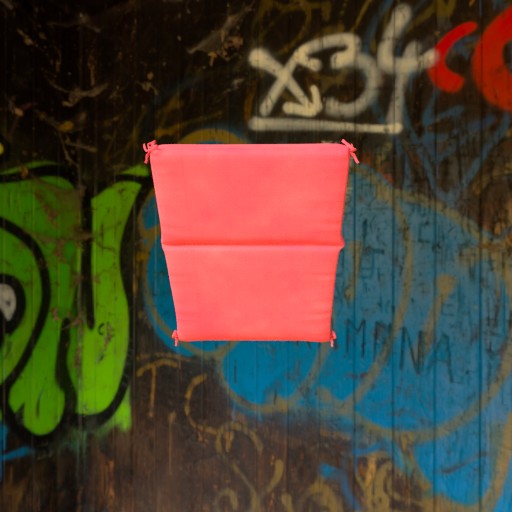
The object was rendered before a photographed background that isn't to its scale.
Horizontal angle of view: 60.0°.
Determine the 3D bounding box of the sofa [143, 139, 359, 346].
[{"bbox_3d":[0.000,0.000,1.937,0.582,0.622,1.663,0,0,1],"label":"sofa"}]
